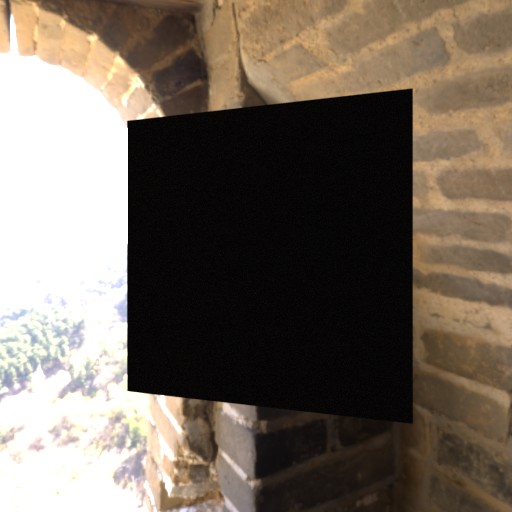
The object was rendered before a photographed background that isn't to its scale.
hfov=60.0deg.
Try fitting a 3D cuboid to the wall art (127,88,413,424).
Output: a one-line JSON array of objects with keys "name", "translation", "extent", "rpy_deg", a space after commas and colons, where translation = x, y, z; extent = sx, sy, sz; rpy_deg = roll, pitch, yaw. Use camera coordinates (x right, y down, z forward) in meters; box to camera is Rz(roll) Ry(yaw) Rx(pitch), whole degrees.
[{"name": "wall art", "translation": [0.000, 0.000, 0.684], "extent": [0.456, 0.458, 0.013], "rpy_deg": [0, 0, 19]}]
